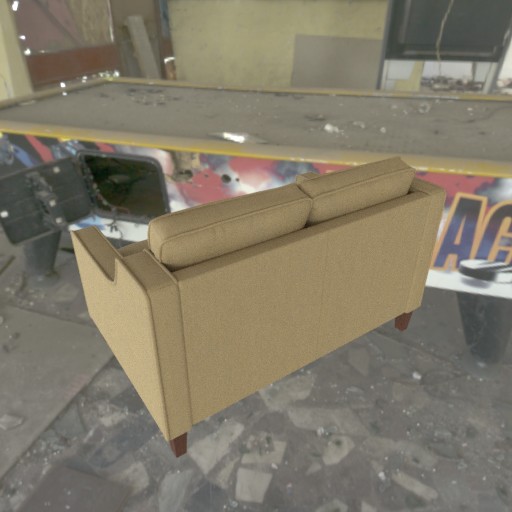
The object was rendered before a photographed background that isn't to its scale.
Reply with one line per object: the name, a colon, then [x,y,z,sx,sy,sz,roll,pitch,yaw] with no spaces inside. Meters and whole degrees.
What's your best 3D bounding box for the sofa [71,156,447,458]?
sofa: [0.000,0.000,2.212,1.501,0.971,0.987,-19,35,-30]
